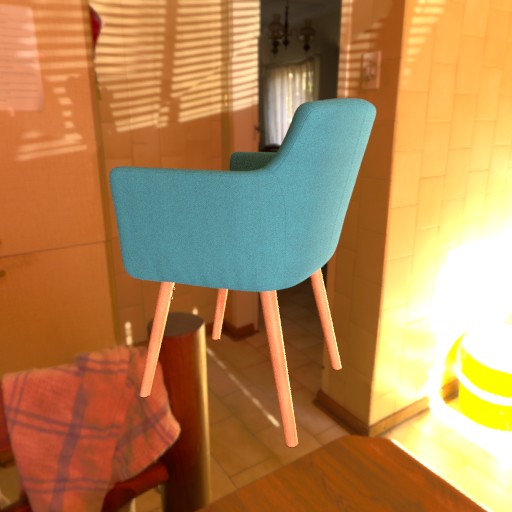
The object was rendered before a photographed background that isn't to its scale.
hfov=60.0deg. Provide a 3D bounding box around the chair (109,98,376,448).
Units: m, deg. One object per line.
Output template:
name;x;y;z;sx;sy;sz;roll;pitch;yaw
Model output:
chair;0.000;0.000;1.178;0.540;0.780;0.570;8;19;25
